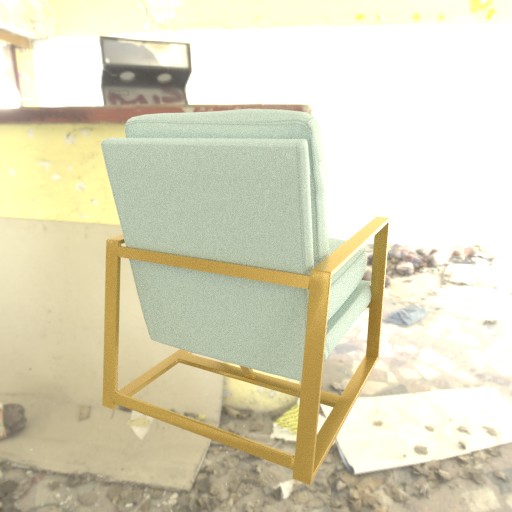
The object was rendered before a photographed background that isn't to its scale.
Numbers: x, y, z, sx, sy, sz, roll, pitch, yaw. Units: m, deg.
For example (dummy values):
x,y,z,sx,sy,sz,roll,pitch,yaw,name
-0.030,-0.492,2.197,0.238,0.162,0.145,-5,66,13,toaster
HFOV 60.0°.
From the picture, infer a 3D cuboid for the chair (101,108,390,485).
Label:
x,y,z,sx,sy,sz,roll,pitch,yaw,name
0.000,0.000,1.555,0.758,0.956,0.813,8,17,27,chair
